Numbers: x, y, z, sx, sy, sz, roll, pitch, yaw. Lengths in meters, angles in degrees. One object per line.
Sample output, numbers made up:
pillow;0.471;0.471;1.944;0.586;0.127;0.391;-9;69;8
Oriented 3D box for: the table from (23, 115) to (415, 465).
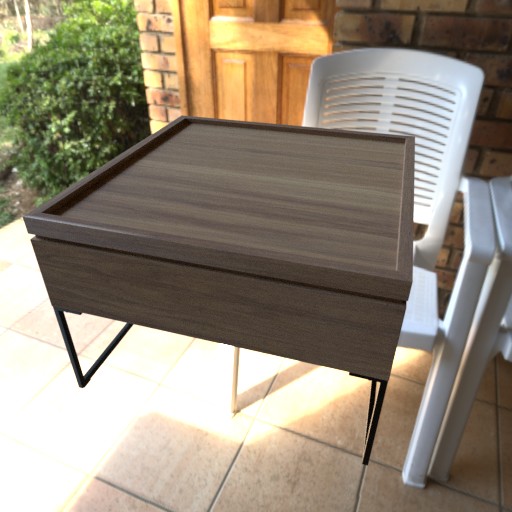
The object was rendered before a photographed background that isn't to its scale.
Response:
table;0.000;0.000;1.115;0.679;0.464;0.676;10;34;14
